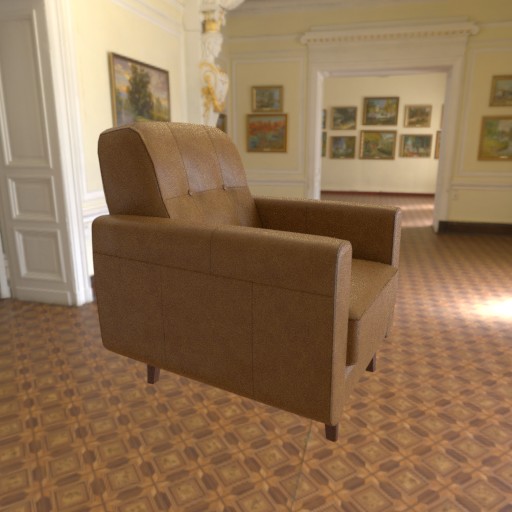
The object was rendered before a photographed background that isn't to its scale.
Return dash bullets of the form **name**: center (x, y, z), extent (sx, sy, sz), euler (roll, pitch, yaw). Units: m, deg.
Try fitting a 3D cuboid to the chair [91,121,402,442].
- **chair**: center (0.000, 0.000, 1.653), extent (0.942, 0.968, 0.845), euler (7, 16, 27)
